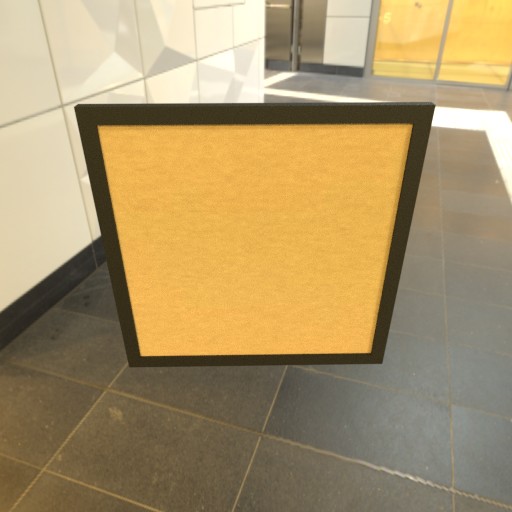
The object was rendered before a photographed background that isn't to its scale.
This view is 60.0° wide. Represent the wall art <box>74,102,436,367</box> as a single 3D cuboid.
[{"bbox_3d":[0.000,0.000,0.535,0.356,0.356,0.013,-1,32,-1],"label":"wall art"}]
